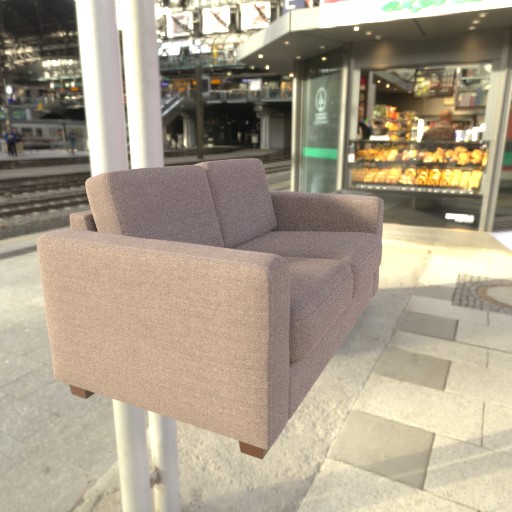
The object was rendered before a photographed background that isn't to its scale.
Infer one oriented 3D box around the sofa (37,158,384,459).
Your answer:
[{"bbox_3d":[0.000,0.000,1.961,0.900,0.800,1.520,7,17,25],"label":"sofa"}]
